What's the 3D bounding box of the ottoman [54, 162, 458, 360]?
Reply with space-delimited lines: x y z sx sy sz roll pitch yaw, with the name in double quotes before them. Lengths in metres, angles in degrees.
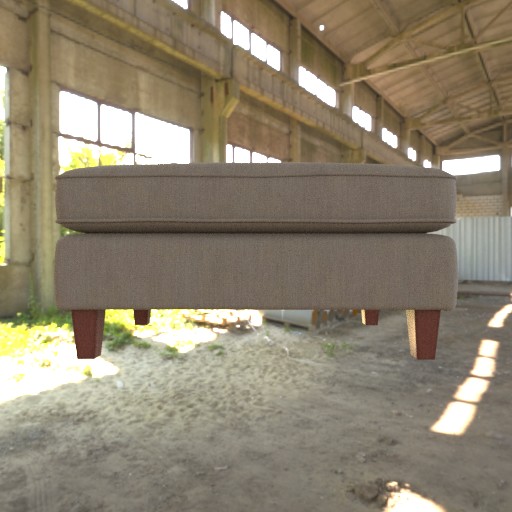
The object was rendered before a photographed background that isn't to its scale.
"ottoman" 0.000 0.000 1.299 0.941 0.480 0.636 0 0 0
